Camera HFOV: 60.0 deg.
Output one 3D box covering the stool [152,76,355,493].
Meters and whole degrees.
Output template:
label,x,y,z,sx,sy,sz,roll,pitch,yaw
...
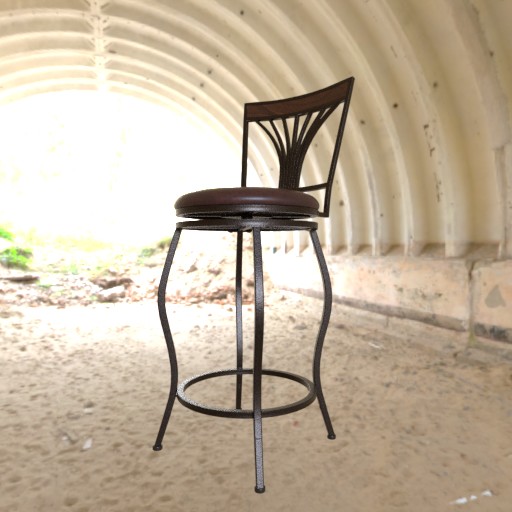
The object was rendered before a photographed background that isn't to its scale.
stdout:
label,x,y,z,sx,sy,sz,roll,pitch,yaw
stool,0.000,0.000,1.347,0.433,1.117,0.514,1,1,37
